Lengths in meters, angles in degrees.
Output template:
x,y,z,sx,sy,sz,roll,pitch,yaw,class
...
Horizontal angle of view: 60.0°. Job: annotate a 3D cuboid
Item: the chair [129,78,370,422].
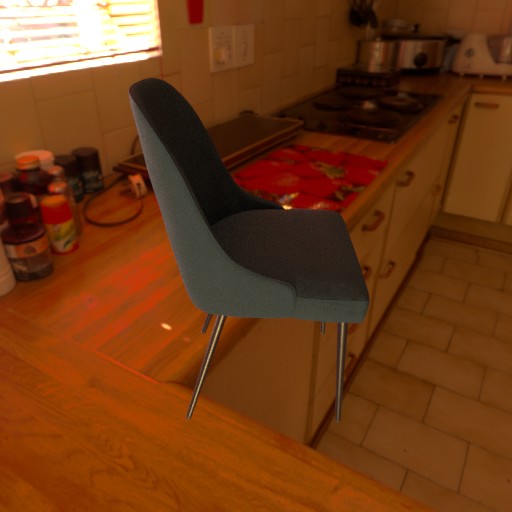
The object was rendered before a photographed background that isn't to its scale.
x,y,z,sx,sy,sz,roll,pitch,yaw,class
0.000,0.000,1.225,0.559,0.896,0.478,0,31,1,chair
